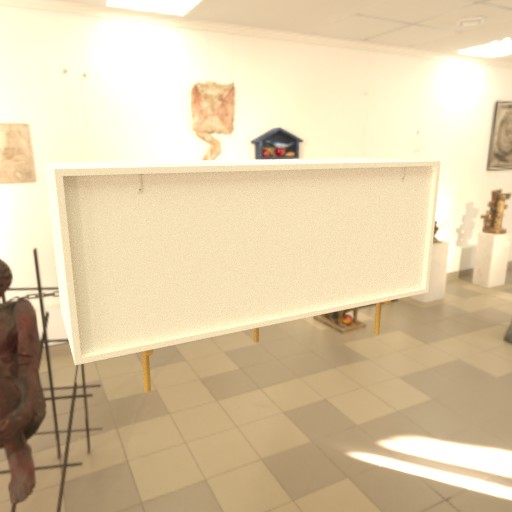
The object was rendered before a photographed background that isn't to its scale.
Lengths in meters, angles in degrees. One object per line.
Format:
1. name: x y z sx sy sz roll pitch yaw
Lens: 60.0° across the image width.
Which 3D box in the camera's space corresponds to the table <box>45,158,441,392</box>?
1. table: 0.000 0.000 1.851 1.500 0.769 0.508 -7 16 -27
